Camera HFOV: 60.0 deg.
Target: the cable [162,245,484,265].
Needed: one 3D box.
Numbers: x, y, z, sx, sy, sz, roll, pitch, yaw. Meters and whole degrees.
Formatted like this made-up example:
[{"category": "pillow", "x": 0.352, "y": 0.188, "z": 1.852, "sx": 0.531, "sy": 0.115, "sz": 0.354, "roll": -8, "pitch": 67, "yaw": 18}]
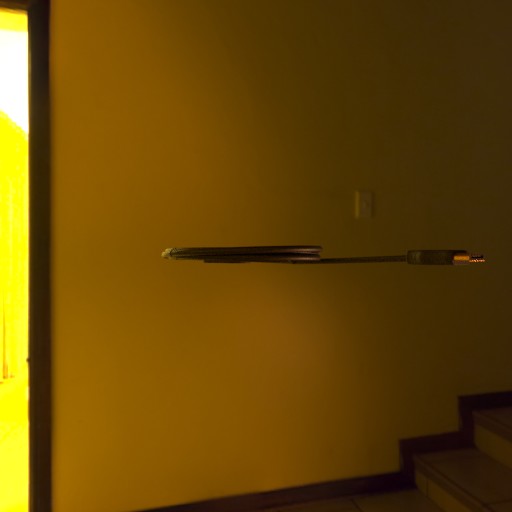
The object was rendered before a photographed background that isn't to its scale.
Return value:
[{"category": "cable", "x": 0.000, "y": 0.000, "z": 0.339, "sx": 0.136, "sy": 0.015, "sz": 0.281, "roll": 0, "pitch": 0, "yaw": -35}]
